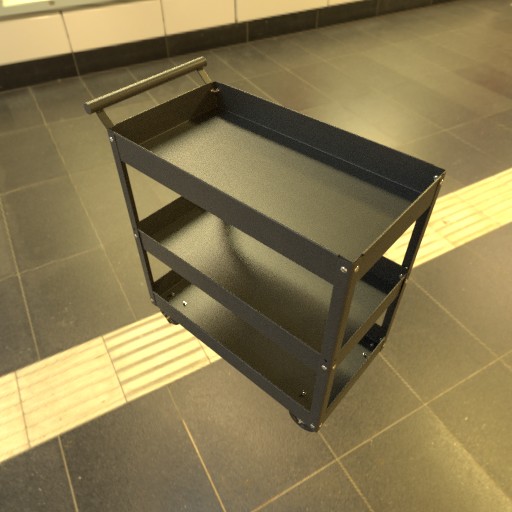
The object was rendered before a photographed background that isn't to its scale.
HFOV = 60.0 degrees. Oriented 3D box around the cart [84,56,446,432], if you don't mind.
[{"bbox_3d":[0.000,0.000,1.200,0.719,0.780,0.366,31,52,28],"label":"cart"}]
